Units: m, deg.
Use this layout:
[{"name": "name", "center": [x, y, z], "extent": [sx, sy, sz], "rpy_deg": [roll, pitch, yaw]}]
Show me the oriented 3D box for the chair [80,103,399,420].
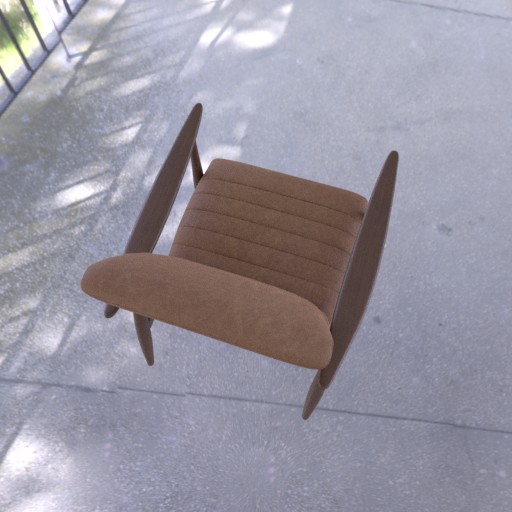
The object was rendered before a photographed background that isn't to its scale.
[{"name": "chair", "center": [0.000, 0.000, 1.433], "extent": [0.741, 0.832, 0.798], "rpy_deg": [16, 63, 8]}]
